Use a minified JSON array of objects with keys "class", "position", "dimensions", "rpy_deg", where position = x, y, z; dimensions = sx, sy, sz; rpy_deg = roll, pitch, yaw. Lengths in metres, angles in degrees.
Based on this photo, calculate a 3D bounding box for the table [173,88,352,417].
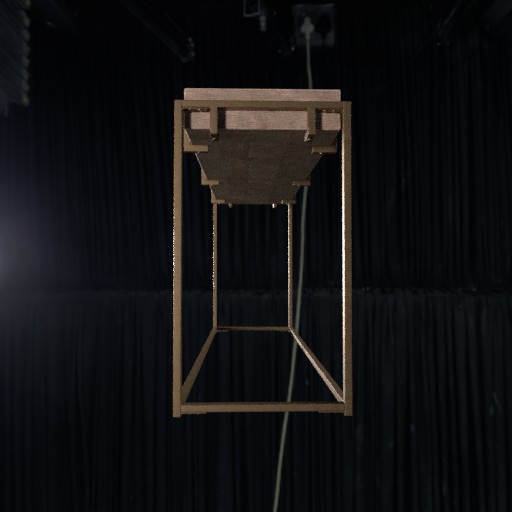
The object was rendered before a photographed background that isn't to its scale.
[{"class":"table","position":[0.000,0.000,1.796],"dimensions":[0.440,0.820,1.400],"rpy_deg":[0,-1,-1]}]
